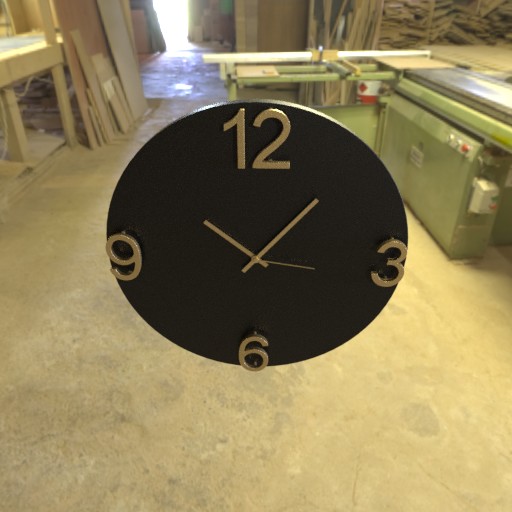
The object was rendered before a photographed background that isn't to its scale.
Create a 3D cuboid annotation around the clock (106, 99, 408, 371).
[{"bbox_3d":[0.000,0.000,0.677,0.454,0.454,0.038,1,30,2],"label":"clock"}]
